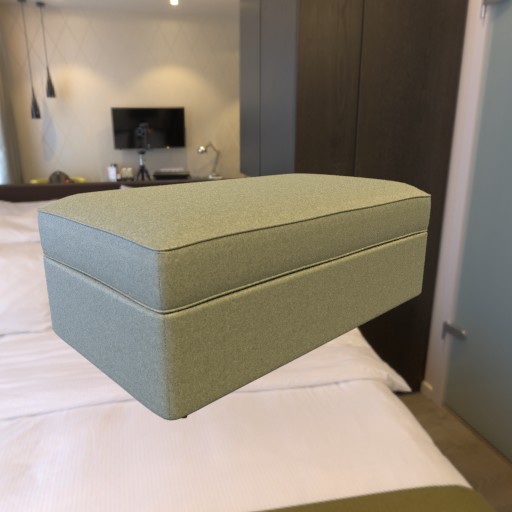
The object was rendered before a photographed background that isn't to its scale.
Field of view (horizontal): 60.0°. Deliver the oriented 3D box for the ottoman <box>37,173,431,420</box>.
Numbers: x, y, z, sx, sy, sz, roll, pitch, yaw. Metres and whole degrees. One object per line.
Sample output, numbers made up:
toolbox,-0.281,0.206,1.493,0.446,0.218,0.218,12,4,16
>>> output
ottoman,0.000,0.000,1.506,1.173,0.494,0.681,-15,21,-42
